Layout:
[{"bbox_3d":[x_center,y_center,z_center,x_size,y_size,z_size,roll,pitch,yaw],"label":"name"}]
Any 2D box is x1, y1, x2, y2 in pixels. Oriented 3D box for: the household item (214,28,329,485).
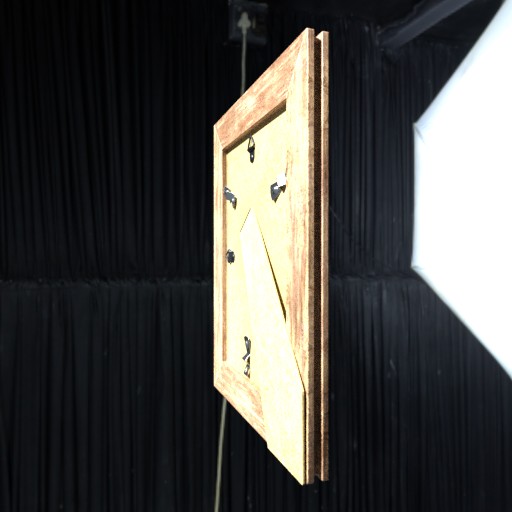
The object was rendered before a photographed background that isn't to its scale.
[{"bbox_3d":[0.000,0.000,0.319,0.018,0.237,0.186,0,0,-20],"label":"household item"}]
